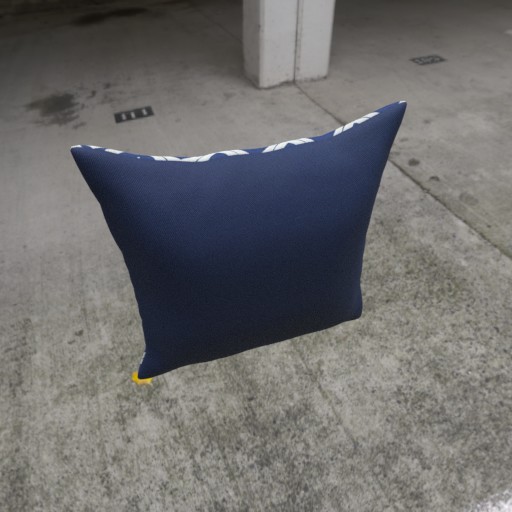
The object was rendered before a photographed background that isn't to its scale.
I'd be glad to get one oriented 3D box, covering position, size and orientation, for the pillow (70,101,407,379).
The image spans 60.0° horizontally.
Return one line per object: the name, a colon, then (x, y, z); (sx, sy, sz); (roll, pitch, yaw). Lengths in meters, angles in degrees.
pillow: (0.000, 0.000, 0.785); (0.504, 0.494, 0.188); (-13, 41, -15)
